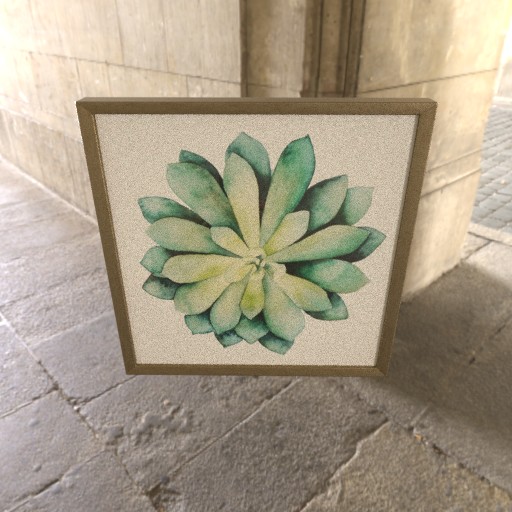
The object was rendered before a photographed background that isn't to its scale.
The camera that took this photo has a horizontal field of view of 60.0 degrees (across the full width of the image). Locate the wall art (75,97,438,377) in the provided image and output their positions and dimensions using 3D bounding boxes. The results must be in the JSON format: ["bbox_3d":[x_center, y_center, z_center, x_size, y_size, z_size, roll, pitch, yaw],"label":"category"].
[{"bbox_3d":[0.000,0.000,0.751,0.503,0.506,0.040,0,29,1],"label":"wall art"}]
